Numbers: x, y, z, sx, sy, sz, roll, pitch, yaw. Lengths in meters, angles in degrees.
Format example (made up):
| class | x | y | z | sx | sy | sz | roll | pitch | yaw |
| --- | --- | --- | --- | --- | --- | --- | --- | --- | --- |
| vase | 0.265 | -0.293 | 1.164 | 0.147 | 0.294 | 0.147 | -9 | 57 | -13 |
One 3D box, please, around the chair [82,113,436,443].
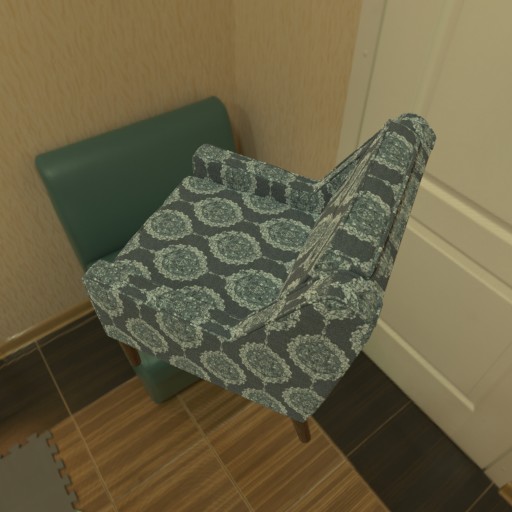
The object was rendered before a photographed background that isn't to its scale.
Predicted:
| class | x | y | z | sx | sy | sz | roll | pitch | yaw |
| --- | --- | --- | --- | --- | --- | --- | --- | --- | --- |
| chair | 0.000 | 0.000 | 1.299 | 0.743 | 0.792 | 0.663 | 19 | 51 | 16 |
